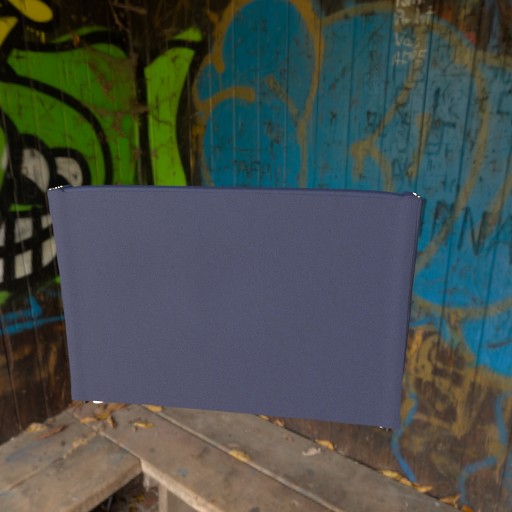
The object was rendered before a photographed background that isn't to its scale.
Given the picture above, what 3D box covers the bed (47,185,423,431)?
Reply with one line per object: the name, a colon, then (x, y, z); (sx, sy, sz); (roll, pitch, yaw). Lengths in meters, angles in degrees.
bed: (0.000, 0.000, 3.435); (1.925, 1.332, 2.276); (2, 16, 8)
